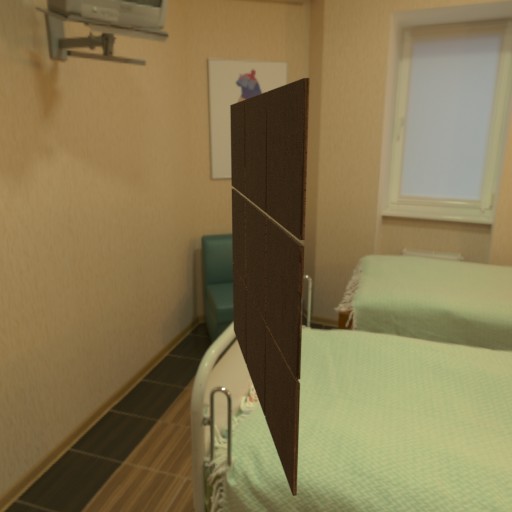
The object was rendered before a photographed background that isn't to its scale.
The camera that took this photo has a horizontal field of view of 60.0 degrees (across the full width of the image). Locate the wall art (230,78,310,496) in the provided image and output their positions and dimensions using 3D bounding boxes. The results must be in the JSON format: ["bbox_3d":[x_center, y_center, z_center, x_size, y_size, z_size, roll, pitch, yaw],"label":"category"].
[{"bbox_3d":[0.000,0.000,1.786,0.013,1.213,1.215,-3,16,-11],"label":"wall art"}]
